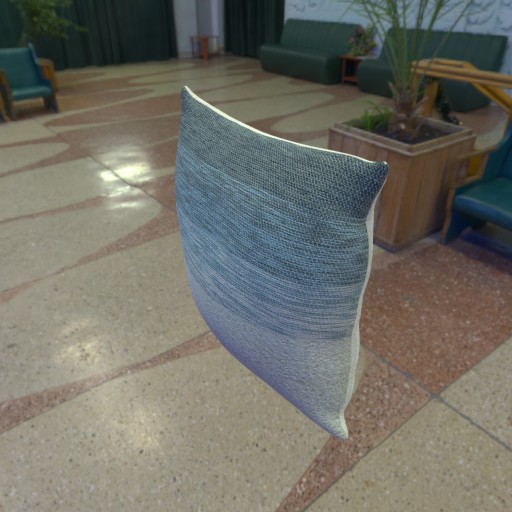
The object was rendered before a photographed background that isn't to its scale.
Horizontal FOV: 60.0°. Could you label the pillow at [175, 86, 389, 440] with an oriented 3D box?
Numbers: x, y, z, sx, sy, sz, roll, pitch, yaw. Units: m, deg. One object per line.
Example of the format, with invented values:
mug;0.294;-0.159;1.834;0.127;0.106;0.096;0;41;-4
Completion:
pillow;0.000;0.000;0.689;0.182;0.441;0.440;-20;37;-29
